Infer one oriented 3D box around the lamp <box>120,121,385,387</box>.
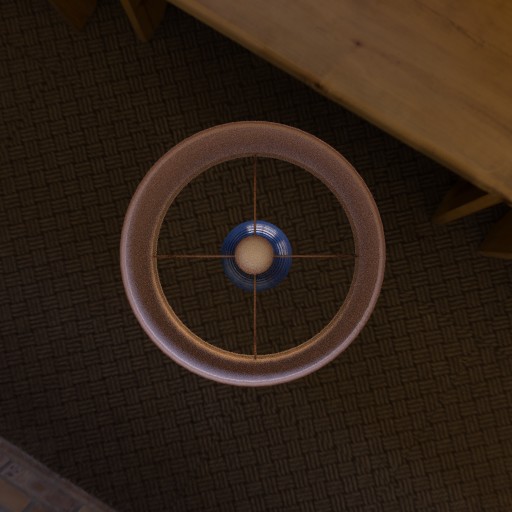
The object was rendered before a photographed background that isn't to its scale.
[{"bbox_3d":[0.000,0.000,0.836,0.367,0.609,0.367,0,89,1],"label":"lamp"}]
